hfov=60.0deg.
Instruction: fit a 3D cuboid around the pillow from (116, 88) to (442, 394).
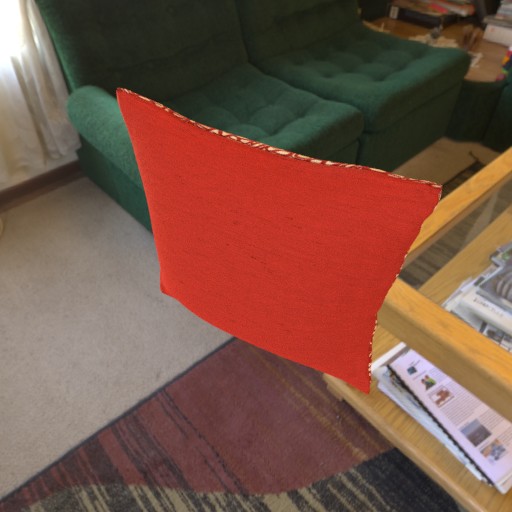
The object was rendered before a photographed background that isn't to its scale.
[{"bbox_3d":[0.000,0.000,0.666,0.438,0.419,0.162,23,49,21],"label":"pillow"}]
